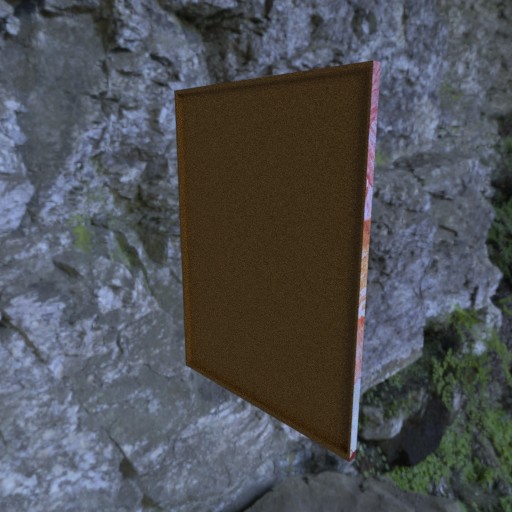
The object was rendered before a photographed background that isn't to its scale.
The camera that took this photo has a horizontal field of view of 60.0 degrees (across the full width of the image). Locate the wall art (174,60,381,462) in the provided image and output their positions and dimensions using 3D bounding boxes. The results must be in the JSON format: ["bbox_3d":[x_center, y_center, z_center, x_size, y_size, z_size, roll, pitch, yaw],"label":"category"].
[{"bbox_3d":[0.000,0.000,1.357,0.031,1.015,0.762,-13,19,-42],"label":"wall art"}]
